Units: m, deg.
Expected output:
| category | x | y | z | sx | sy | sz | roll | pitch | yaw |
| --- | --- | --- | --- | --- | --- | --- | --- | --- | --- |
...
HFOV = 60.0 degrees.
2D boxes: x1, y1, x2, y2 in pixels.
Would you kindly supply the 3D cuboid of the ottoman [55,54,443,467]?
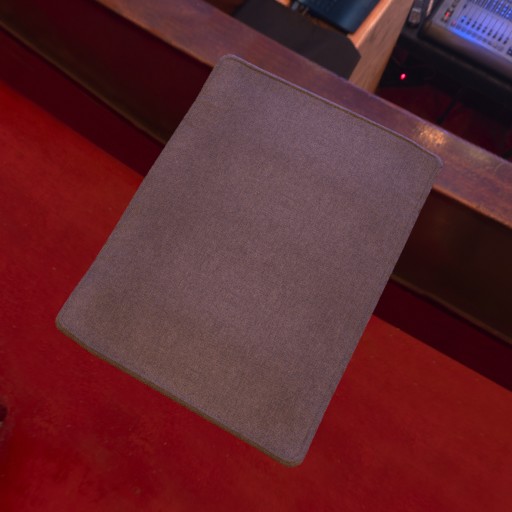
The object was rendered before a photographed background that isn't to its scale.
| category | x | y | z | sx | sy | sz | roll | pitch | yaw |
| --- | --- | --- | --- | --- | --- | --- | --- | --- | --- |
| ottoman | 0.000 | 0.000 | 1.238 | 0.652 | 0.492 | 0.833 | 28 | 78 | 6 |
